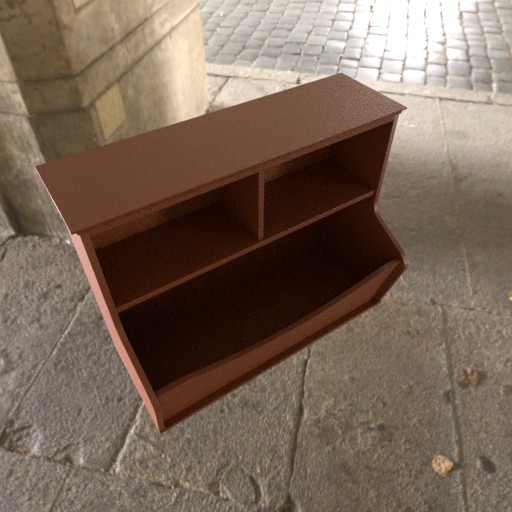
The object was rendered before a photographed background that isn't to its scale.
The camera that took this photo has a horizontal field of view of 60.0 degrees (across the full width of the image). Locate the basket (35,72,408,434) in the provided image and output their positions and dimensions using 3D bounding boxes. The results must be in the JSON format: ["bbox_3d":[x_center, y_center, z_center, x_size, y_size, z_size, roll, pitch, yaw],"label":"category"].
[{"bbox_3d":[0.000,0.000,1.134,0.792,0.625,0.376,-25,51,-23],"label":"basket"}]
